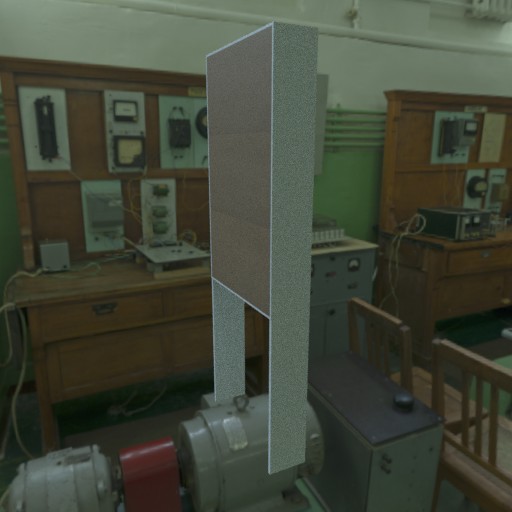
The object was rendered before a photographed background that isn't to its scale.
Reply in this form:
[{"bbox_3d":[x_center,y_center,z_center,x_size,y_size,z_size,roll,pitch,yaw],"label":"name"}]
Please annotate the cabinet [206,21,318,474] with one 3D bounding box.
[{"bbox_3d":[0.000,0.000,2.007,0.192,1.770,0.643,-7,16,-26],"label":"cabinet"}]
